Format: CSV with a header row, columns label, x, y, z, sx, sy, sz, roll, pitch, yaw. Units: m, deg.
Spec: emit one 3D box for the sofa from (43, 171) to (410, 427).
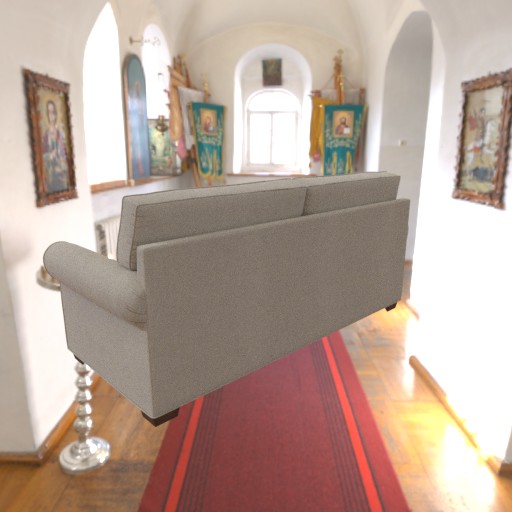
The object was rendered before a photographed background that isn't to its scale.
label,x,y,z,sx,sy,sz,roll,pitch,yaw
sofa,0.000,0.000,2.662,2.146,0.962,0.901,-14,20,-42
